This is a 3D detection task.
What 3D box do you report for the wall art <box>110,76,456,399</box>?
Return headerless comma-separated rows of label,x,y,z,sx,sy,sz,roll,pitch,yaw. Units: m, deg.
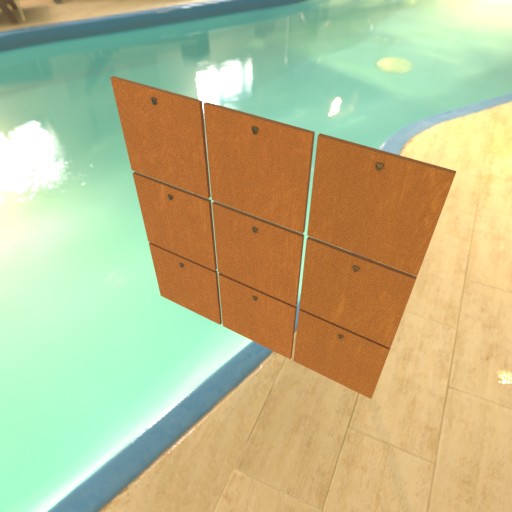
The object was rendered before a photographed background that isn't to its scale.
wall art,0.000,0.000,1.361,0.915,0.913,0.018,22,49,21
